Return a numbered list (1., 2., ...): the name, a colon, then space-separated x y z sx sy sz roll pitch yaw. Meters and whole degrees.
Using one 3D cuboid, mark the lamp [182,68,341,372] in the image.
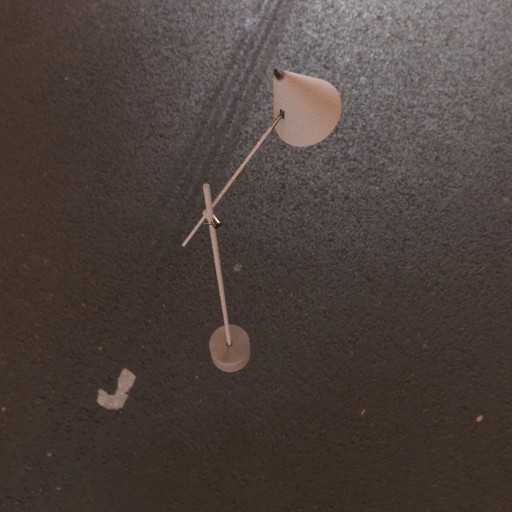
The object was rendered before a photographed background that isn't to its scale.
1. lamp: 0.000 0.000 1.560 0.508 1.430 0.223 -32 64 -17
